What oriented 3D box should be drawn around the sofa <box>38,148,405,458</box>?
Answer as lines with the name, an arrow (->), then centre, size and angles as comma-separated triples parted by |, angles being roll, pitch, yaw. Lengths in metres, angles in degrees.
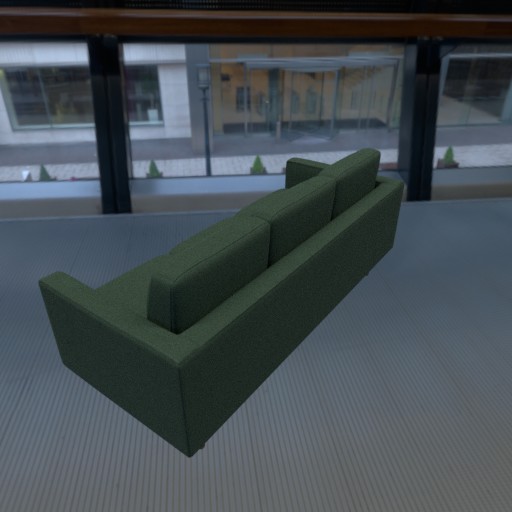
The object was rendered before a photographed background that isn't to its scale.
sofa -> 0.000, 0.000, 2.474 | 0.879, 0.899, 2.029 | 21, 37, 31
